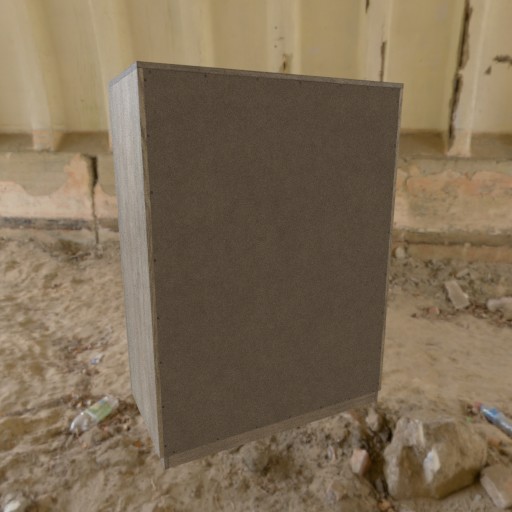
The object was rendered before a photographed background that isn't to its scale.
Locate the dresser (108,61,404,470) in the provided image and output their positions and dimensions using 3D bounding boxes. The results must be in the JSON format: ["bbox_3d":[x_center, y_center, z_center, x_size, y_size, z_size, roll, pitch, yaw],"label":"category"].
[{"bbox_3d":[0.000,0.000,1.770,0.967,1.295,0.483,-7,15,-26],"label":"dresser"}]
